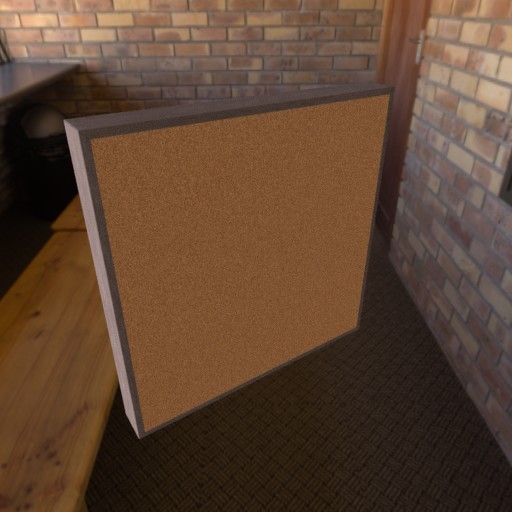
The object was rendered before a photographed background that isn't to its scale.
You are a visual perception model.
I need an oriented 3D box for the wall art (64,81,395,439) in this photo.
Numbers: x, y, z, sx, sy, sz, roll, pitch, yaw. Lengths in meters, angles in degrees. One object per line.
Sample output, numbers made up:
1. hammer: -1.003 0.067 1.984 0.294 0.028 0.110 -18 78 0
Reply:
1. wall art: 0.000 0.000 0.448 0.303 0.302 0.038 -19 35 -29
